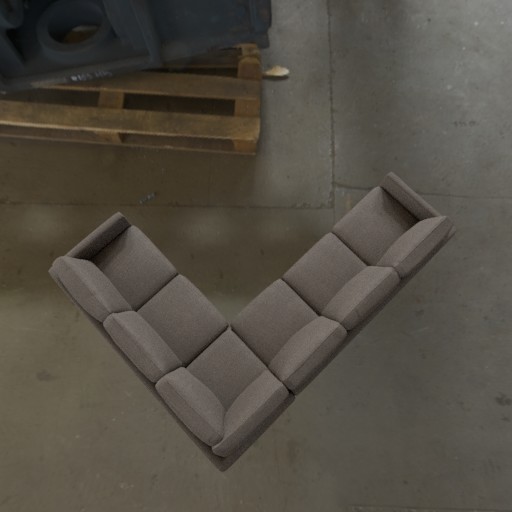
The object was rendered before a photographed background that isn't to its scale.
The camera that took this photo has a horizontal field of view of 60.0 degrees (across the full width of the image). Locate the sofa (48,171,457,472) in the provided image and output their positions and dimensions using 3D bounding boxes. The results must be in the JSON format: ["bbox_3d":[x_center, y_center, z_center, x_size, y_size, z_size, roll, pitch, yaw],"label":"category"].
[{"bbox_3d":[0.000,0.000,4.655,3.302,0.947,2.593,-43,79,-10],"label":"sofa"}]
